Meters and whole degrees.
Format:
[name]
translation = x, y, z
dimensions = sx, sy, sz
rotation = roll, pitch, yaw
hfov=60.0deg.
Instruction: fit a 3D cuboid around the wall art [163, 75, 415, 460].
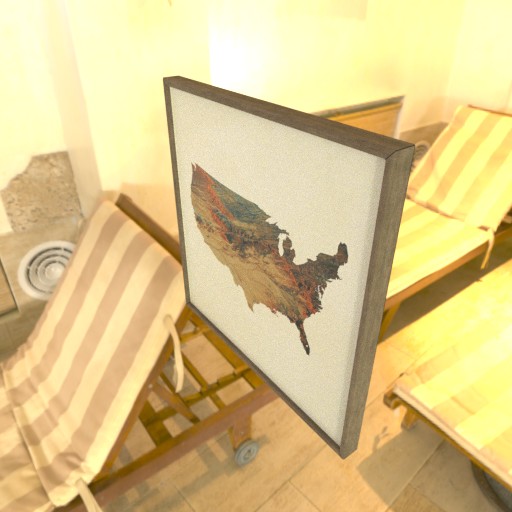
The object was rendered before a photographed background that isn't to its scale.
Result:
[wall art]
translation = 0.000, 0.000, 1.118
dimensions = 0.050, 0.751, 0.749
rotation = -22, 38, -31
